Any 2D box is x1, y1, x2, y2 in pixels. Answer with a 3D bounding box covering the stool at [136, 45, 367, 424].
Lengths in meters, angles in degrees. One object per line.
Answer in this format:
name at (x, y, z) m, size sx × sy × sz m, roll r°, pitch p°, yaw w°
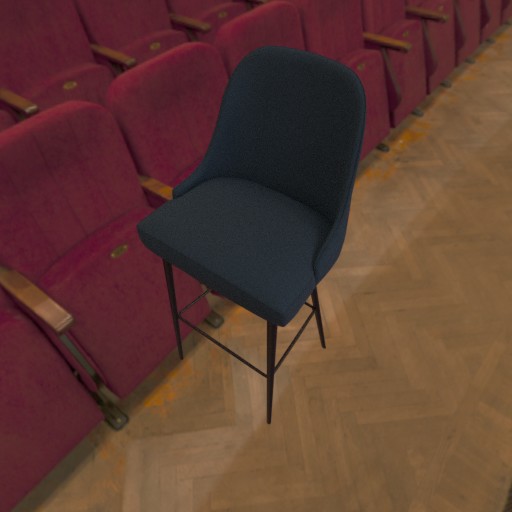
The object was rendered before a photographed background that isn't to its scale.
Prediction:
stool at (0.000, 0.000, 1.377) m, size 0.527 × 1.079 × 0.489 m, roll 29°, pitch 53°, yaw 25°
